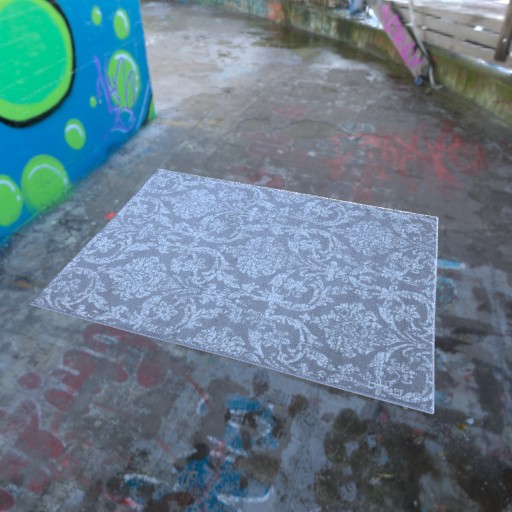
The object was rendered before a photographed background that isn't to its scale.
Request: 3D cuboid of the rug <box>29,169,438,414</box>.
[{"bbox_3d":[0.000,0.000,2.832,2.206,0.014,1.578,12,43,13],"label":"rug"}]
